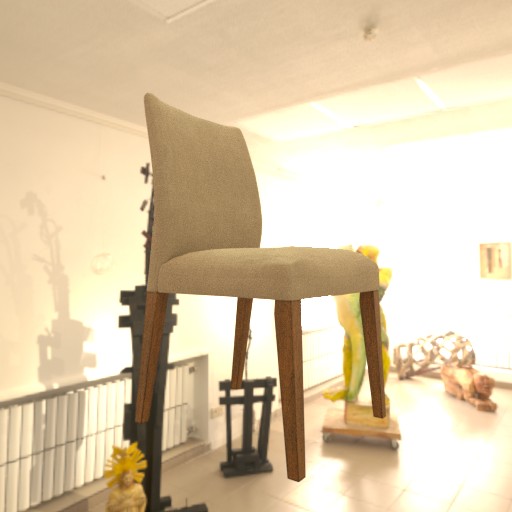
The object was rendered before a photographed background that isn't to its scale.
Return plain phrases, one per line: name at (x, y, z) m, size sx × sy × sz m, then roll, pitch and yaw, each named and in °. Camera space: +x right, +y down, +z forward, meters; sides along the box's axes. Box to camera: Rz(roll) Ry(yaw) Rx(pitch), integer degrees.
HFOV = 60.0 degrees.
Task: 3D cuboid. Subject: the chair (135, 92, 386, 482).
chair at (0.000, 0.000, 1.288) m, size 0.585 × 0.940 × 0.496 m, roll -1°, pitch -1°, yaw 37°
